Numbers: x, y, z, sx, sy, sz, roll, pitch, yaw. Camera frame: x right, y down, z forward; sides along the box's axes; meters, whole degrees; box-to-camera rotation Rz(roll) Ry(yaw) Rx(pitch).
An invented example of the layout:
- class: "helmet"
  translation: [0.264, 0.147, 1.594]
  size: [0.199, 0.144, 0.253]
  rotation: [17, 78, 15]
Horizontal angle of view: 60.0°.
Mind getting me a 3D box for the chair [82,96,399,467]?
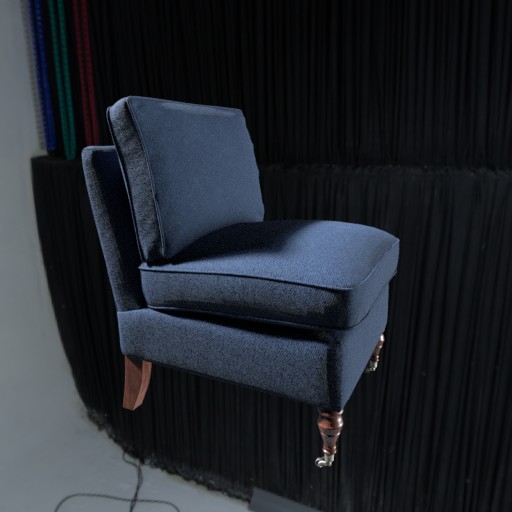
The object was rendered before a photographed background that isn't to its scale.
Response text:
- class: "chair"
  translation: [0.000, 0.000, 1.589]
  size: [0.912, 1.052, 0.724]
  rotation: [7, 16, 25]
